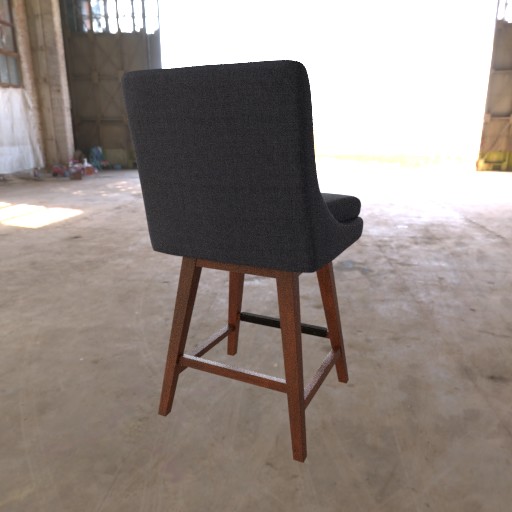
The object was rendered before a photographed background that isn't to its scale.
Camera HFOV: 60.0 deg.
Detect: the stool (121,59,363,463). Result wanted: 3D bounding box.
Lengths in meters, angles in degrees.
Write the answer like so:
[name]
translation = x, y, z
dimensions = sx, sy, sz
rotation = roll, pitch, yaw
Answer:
[stool]
translation = 0.000, 0.000, 1.191
dimensions = 0.467, 0.895, 0.524
rotation = 7, 17, 25
